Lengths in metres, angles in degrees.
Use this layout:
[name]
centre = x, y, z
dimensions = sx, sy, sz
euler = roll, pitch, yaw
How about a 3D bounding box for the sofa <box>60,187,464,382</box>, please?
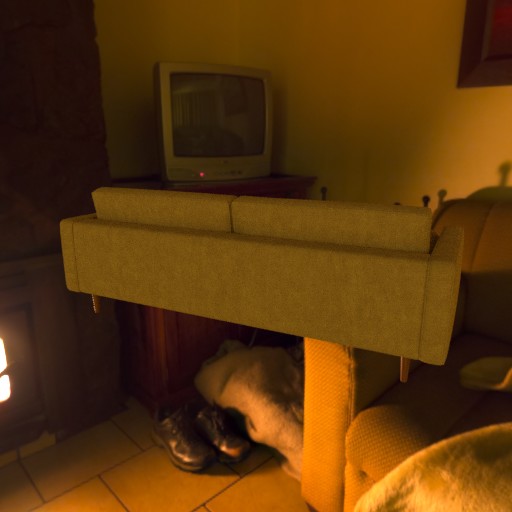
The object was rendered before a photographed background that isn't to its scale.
[sofa]
centre = 0.000, 0.000, 2.616
dimensions = 2.200, 0.770, 0.919
euler = 7, 16, 25
